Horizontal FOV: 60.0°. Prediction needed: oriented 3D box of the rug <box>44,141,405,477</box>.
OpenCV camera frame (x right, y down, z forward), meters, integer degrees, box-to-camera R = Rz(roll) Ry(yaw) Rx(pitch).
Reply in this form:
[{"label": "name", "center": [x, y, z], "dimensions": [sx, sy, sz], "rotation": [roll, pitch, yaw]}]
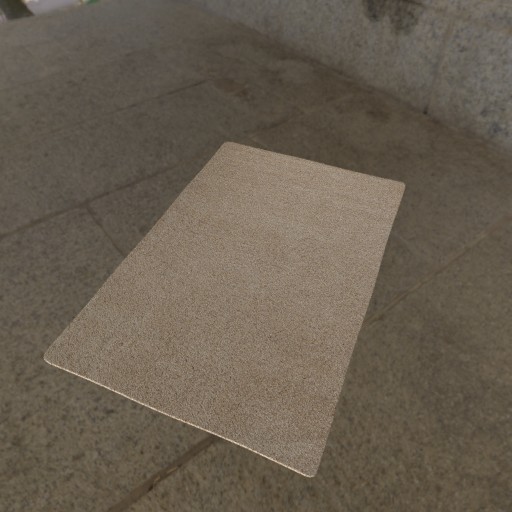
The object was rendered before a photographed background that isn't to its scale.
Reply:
[{"label": "rug", "center": [0.000, 0.000, 3.391], "dimensions": [1.801, 0.024, 2.700], "rotation": [17, 49, 15]}]
